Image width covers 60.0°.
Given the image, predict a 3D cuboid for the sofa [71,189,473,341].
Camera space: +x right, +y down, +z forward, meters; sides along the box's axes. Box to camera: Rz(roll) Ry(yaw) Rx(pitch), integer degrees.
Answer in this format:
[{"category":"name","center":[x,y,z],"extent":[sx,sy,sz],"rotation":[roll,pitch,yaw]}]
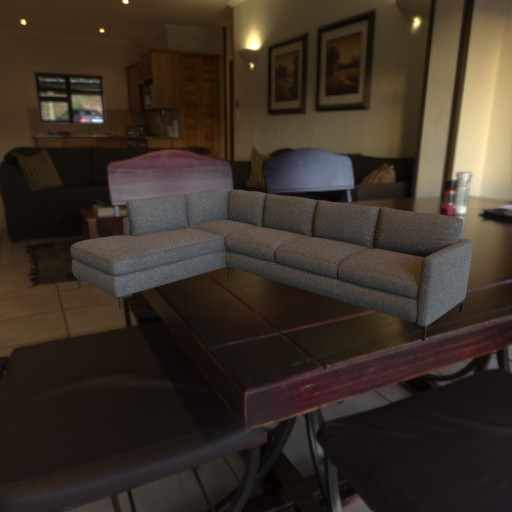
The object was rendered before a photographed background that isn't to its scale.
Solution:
[{"category":"sofa","center":[0.000,0.000,3.849],"extent":[2.949,0.815,2.007],"rotation":[14,21,42]}]
